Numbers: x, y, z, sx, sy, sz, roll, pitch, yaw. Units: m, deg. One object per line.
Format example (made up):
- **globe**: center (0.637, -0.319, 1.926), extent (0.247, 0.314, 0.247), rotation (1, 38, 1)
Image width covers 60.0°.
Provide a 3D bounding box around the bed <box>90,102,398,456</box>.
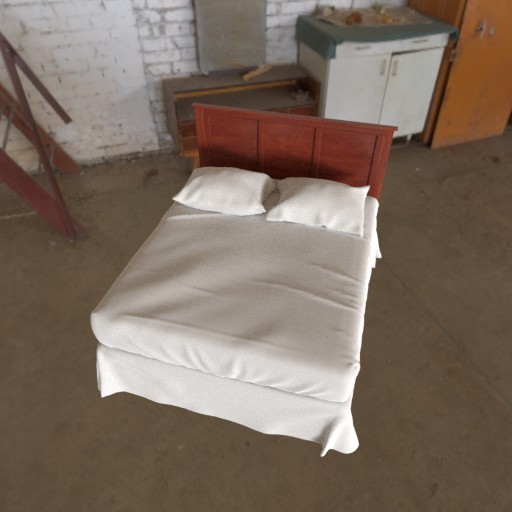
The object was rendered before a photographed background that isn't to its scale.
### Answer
- **bed**: center (0.000, 0.000, 3.193), extent (1.870, 1.270, 2.050), rotation (11, 43, 12)
